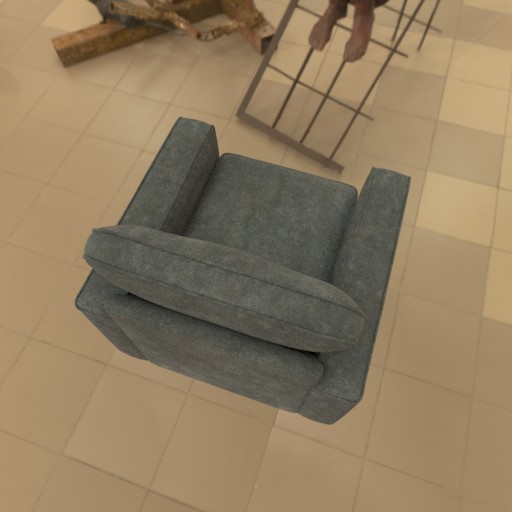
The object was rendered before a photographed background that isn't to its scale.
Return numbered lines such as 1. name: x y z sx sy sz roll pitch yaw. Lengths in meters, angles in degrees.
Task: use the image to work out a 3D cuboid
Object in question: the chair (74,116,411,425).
1. chair: 0.000 0.000 1.763 1.015 0.965 0.939 17 64 9
